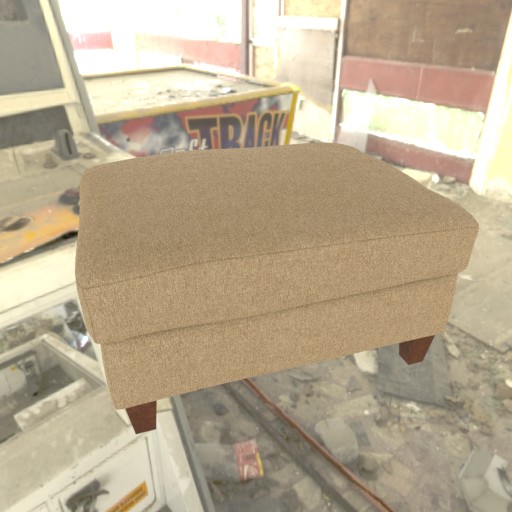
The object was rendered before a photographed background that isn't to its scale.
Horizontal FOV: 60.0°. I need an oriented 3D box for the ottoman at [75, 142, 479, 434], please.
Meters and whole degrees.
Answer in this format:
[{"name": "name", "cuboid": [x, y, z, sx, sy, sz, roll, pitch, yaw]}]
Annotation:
[{"name": "ottoman", "cuboid": [0.000, 0.000, 1.259, 0.889, 0.511, 0.692, -9, 31, -16]}]
